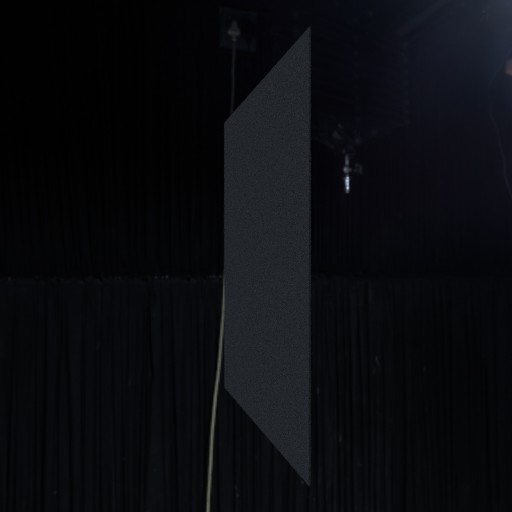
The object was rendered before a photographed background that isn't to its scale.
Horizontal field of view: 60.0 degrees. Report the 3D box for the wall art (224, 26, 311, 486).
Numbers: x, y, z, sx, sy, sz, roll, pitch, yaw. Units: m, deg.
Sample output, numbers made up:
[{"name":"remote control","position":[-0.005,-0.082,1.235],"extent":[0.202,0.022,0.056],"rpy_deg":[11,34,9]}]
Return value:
[{"name":"wall art","position":[0.000,0.000,0.805],"extent":[0.003,0.609,0.457],"rpy_deg":[0,0,-18]}]
